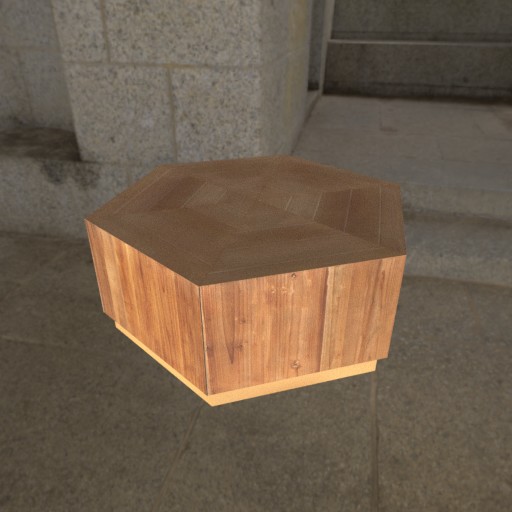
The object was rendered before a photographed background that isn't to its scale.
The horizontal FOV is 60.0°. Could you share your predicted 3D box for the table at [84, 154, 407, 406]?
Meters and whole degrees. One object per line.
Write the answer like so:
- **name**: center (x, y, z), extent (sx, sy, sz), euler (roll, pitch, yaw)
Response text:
- **table**: center (0.000, 0.000, 1.682), extent (1.154, 0.456, 1.000), euler (-8, 30, -14)
